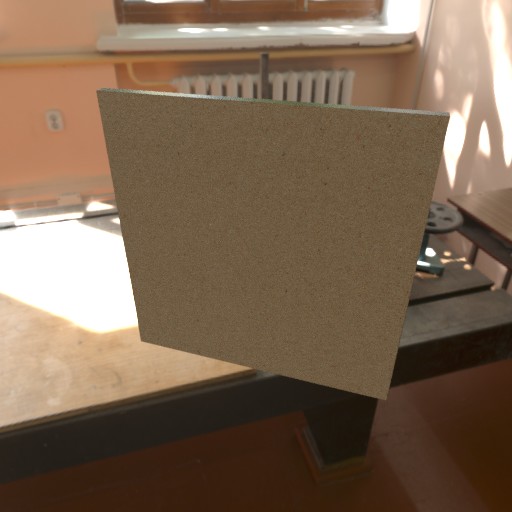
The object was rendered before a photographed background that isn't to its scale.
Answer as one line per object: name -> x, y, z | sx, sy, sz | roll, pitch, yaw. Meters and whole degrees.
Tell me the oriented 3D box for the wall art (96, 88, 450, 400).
wall art -> 0.000, 0.000, 1.144 | 0.773, 0.775, 0.031 | 10, 33, 15
